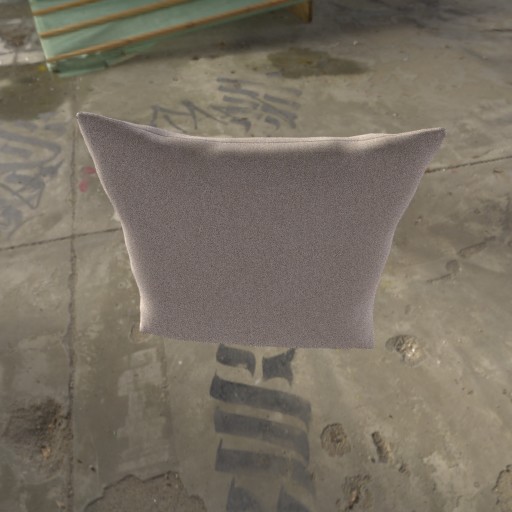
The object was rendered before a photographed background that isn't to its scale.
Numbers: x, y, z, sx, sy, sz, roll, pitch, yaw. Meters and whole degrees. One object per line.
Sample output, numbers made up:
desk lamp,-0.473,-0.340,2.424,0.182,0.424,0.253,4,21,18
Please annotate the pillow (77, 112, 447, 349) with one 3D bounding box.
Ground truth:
pillow,0.000,0.000,0.666,0.433,0.436,0.173,3,47,3
